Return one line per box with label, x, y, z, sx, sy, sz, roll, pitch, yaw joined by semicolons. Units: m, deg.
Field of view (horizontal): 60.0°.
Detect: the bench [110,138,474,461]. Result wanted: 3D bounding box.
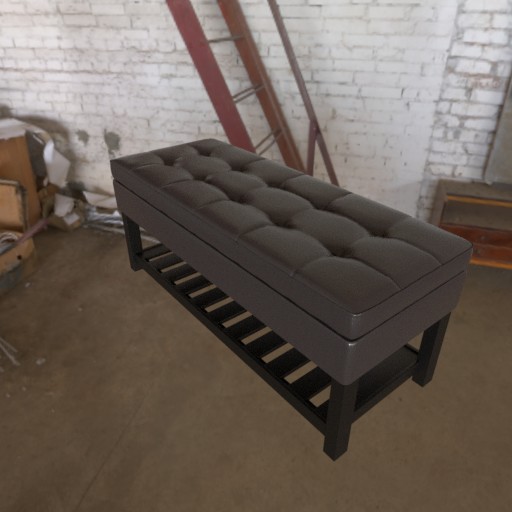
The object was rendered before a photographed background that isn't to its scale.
bench;0.000;0.000;1.378;0.432;0.460;1.105;-23;38;-33
